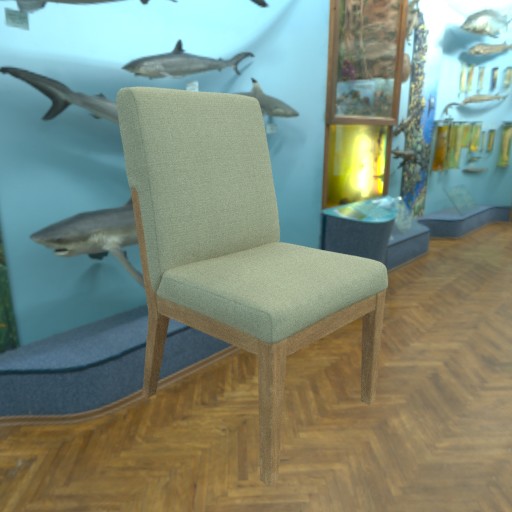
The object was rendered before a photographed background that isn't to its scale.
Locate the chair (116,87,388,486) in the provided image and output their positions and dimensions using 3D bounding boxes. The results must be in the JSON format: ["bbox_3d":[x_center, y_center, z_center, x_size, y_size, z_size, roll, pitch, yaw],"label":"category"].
[{"bbox_3d":[0.000,0.000,1.255,0.586,0.911,0.507,15,21,42],"label":"chair"}]
